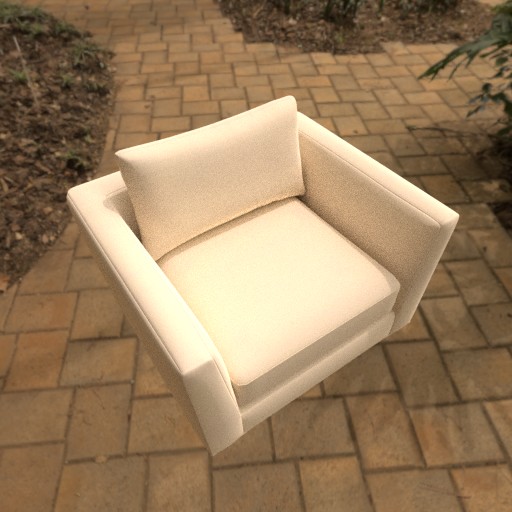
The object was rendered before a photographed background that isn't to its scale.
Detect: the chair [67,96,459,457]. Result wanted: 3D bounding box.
[{"bbox_3d":[0.000,0.000,1.670,1.041,0.865,0.889,-26,51,-23],"label":"chair"}]
